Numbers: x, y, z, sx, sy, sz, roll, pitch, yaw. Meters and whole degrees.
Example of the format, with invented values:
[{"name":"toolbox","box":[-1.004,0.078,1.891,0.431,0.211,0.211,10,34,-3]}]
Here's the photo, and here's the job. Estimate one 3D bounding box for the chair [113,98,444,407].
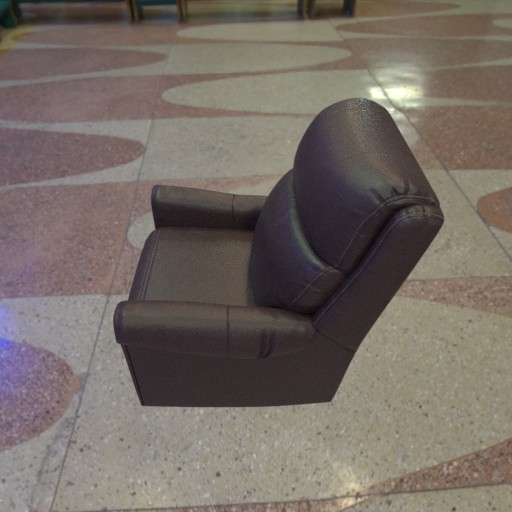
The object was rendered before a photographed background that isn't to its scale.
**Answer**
[{"name":"chair","box":[0.000,0.000,1.737,1.014,1.054,0.838,0,41,0]}]
